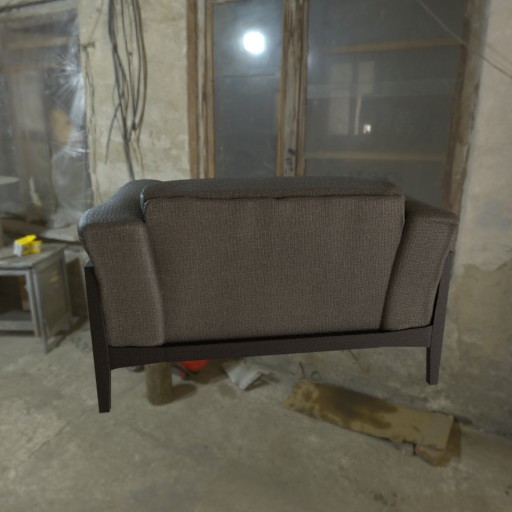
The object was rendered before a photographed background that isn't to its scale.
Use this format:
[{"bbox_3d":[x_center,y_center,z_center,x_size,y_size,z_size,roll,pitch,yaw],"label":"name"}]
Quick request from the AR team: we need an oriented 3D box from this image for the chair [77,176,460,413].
[{"bbox_3d":[0.000,0.000,1.672,1.056,0.646,0.969,-2,15,-8],"label":"chair"}]
